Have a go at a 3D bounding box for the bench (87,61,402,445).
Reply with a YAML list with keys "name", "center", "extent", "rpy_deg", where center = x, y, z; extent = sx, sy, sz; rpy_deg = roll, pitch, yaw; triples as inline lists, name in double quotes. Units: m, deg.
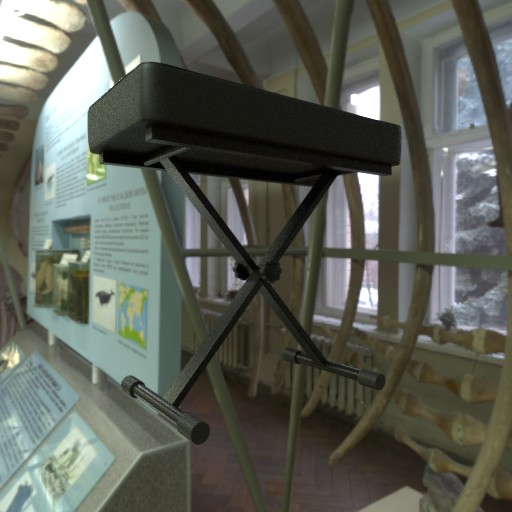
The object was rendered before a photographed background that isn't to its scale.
- name: "bench"
  center: [0.000, 0.000, 0.914]
  extent: [0.600, 0.561, 0.300]
  rpy_deg: [-1, 2, -36]
